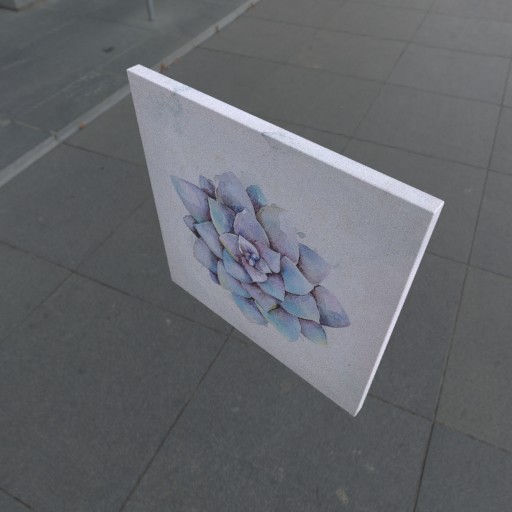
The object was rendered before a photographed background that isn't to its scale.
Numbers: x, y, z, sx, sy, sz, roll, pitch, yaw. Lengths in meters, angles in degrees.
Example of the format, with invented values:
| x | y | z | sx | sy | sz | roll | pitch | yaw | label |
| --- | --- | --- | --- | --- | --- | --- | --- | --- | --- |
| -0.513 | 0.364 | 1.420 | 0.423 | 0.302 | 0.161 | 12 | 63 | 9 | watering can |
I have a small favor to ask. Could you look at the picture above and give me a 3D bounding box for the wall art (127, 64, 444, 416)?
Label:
| x | y | z | sx | sy | sz | roll | pitch | yaw | label |
| --- | --- | --- | --- | --- | --- | --- | --- | --- | --- |
| 0.000 | 0.000 | 1.143 | 0.762 | 0.762 | 0.038 | 32 | 55 | 26 | wall art |
